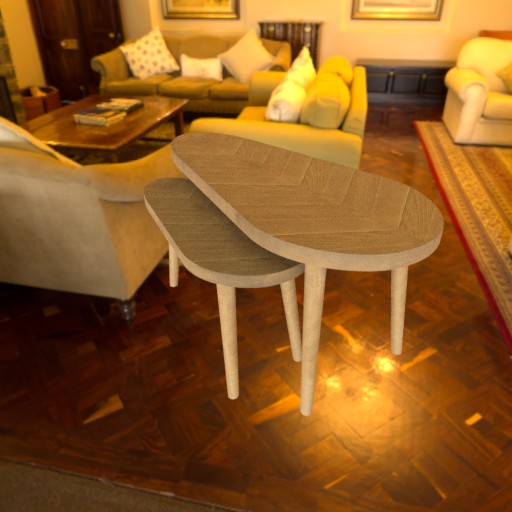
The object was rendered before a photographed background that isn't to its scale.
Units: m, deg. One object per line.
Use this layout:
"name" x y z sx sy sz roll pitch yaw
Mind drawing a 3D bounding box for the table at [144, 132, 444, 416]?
"table" 0.000 0.000 1.607 0.701 0.595 1.190 -21 37 -31
